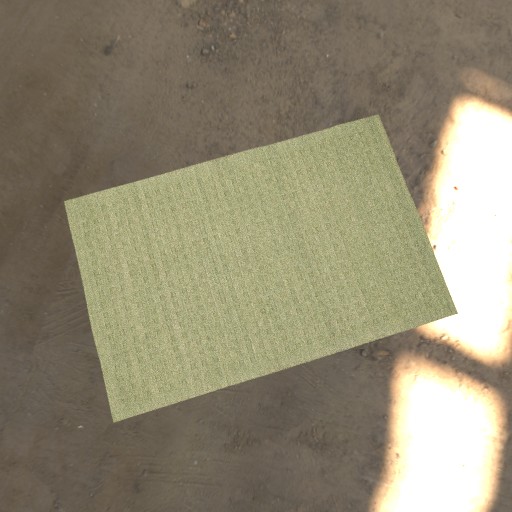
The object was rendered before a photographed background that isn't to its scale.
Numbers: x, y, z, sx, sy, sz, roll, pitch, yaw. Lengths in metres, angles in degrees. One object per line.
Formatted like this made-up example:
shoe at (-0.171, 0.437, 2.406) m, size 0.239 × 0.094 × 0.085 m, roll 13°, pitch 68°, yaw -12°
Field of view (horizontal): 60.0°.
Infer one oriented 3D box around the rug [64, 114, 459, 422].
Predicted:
rug at (0.000, 0.000, 2.249) m, size 1.747 × 0.006 × 1.143 m, roll -16°, pitch 77°, yaw -4°
